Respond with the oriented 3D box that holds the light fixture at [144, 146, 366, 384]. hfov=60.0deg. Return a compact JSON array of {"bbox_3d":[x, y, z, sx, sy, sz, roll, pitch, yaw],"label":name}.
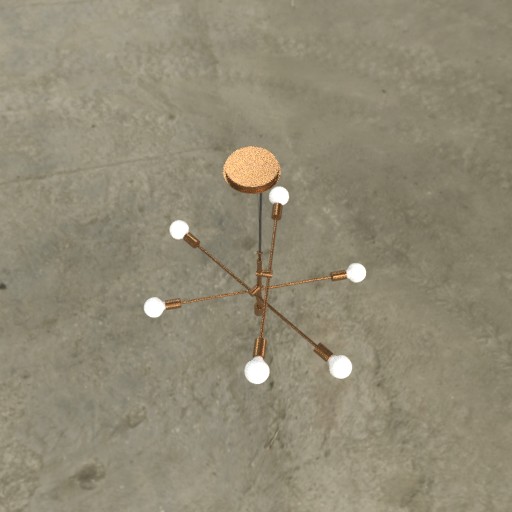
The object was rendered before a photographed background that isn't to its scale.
[{"bbox_3d":[0.000,0.000,1.244,0.682,0.744,0.637,16,61,9],"label":"light fixture"}]
